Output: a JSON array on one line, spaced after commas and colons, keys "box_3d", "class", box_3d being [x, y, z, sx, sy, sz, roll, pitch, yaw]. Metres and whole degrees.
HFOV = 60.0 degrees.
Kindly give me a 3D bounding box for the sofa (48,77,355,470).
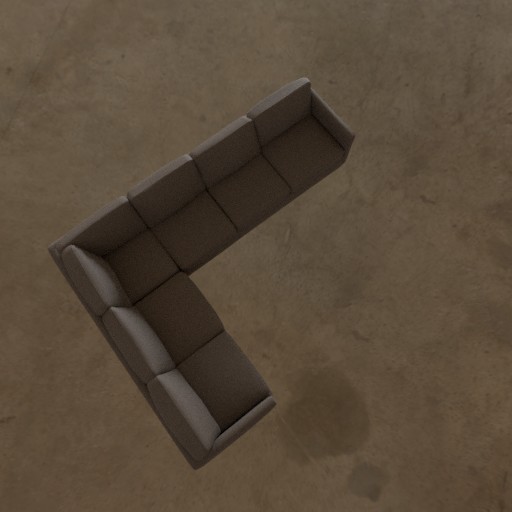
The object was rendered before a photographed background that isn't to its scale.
[{"box_3d": [0.000, 0.000, 4.595, 3.302, 0.947, 2.593, -36, 77, -10], "class": "sofa"}]
